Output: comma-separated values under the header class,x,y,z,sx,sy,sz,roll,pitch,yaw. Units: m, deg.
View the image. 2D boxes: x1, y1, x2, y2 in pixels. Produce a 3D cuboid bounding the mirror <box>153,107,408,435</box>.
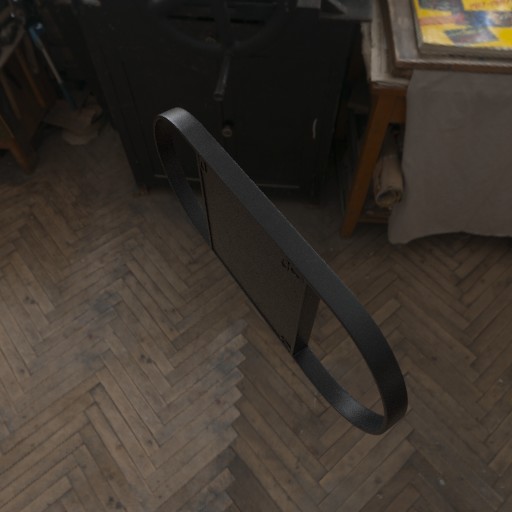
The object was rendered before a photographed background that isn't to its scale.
class,x,y,z,sx,sy,sz,roll,pitch,yaw
mirror,0.000,0.000,0.661,0.032,0.254,0.584,-30,63,-17
